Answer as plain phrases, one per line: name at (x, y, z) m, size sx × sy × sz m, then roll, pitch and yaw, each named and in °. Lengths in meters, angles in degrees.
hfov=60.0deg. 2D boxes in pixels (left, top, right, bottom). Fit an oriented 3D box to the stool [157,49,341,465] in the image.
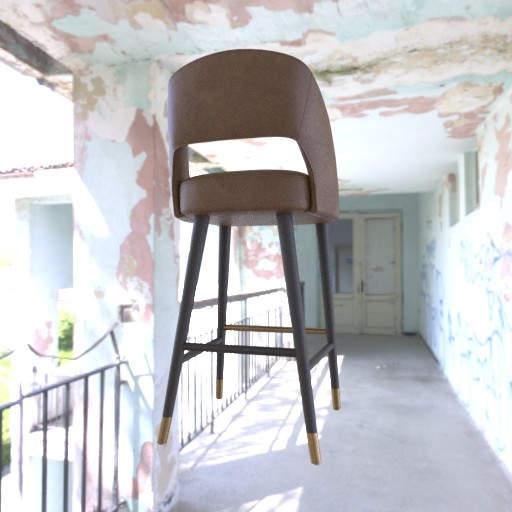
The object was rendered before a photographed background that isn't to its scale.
stool at (0.000, 0.000, 1.349) m, size 0.494 × 1.037 × 0.509 m, roll 0°, pitch -1°, yaw 17°
